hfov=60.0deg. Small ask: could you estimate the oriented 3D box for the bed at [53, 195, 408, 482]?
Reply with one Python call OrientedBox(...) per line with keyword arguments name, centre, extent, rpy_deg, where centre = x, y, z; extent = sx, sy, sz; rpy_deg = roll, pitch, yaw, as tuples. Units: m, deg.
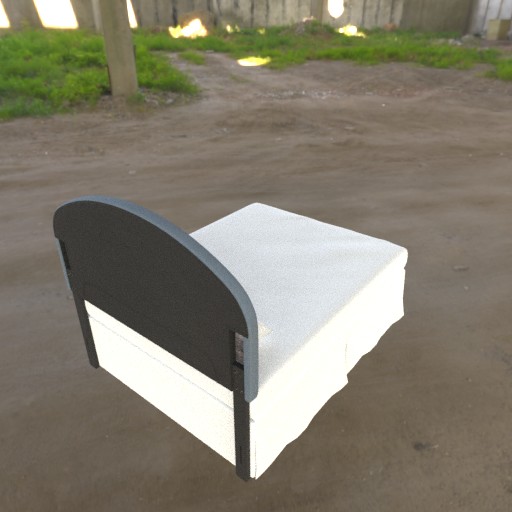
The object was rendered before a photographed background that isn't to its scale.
OrientedBox(name="bed", centre=(0.000, 0.000, 3.094), extent=(1.607, 1.410, 2.005), rpy_deg=(21, 36, 33))
